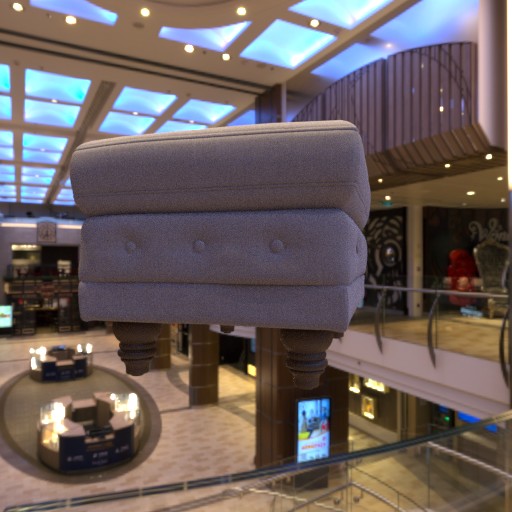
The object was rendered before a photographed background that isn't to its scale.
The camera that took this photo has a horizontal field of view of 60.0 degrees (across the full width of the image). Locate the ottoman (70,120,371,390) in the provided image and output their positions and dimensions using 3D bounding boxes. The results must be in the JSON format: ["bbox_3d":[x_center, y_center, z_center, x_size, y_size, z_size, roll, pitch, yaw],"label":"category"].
[{"bbox_3d":[0.000,0.000,1.148,0.569,0.500,0.771,0,-1,16],"label":"ottoman"}]
